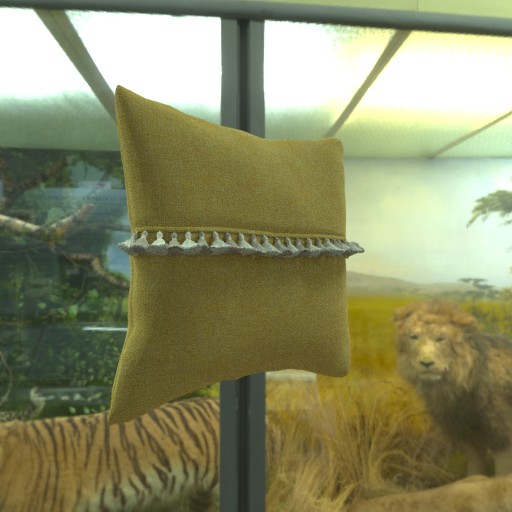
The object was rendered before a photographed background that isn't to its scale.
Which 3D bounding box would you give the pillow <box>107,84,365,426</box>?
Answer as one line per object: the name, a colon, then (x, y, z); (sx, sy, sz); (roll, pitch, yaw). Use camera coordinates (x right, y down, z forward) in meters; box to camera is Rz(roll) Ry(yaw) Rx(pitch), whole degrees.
pillow: (0.000, 0.000, 0.747); (0.485, 0.481, 0.167); (1, -1, -36)
